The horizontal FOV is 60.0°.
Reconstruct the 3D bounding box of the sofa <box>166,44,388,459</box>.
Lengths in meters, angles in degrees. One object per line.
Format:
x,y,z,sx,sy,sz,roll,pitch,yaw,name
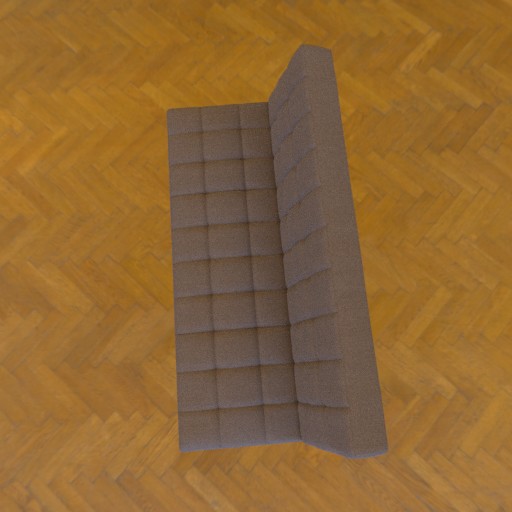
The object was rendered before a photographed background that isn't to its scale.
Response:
0.000,0.000,2.203,0.860,0.810,1.800,-5,76,-1,sofa
